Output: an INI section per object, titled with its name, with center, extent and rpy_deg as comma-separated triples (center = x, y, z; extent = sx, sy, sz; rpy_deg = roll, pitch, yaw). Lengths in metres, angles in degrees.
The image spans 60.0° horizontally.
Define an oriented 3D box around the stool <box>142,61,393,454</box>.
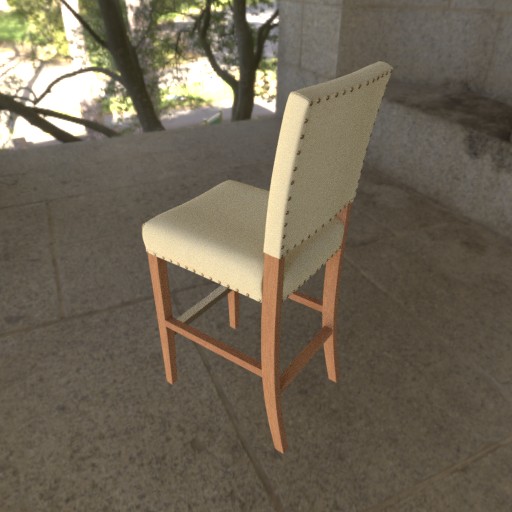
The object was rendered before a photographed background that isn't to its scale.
[stool]
center = 0.000, 0.000, 1.445
extent = 0.584, 1.168, 0.445
rpy_deg = 22, 39, 30
